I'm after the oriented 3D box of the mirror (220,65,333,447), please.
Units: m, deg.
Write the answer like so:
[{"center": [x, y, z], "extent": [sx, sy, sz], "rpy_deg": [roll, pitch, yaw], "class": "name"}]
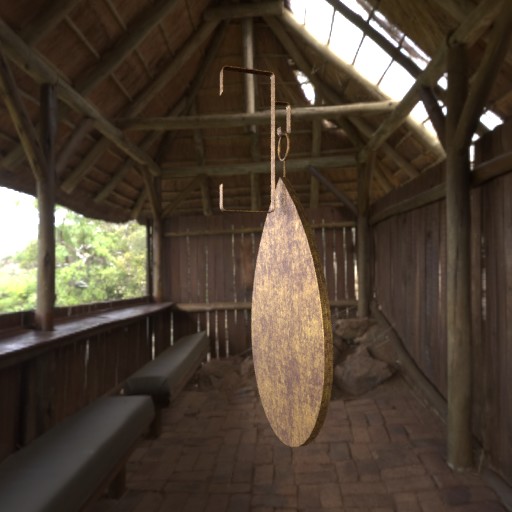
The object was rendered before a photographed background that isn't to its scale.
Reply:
[{"center": [0.000, 0.000, 0.889], "extent": [0.144, 0.744, 0.405], "rpy_deg": [0, -1, -17], "class": "mirror"}]
